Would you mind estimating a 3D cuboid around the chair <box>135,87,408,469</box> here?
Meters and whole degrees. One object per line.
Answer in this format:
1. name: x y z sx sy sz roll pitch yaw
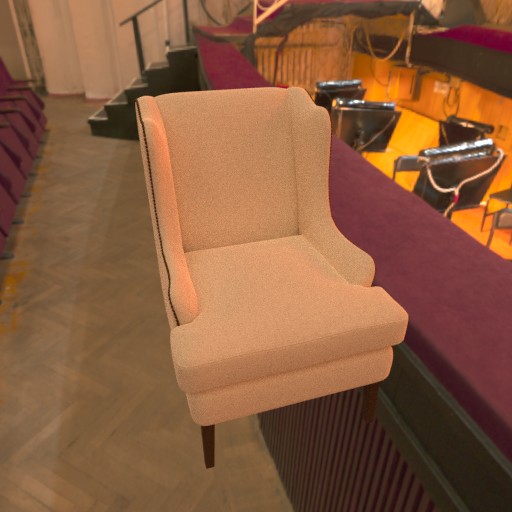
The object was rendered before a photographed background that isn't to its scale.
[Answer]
1. chair: 0.000 0.000 1.642 0.737 1.029 0.940 -9 32 -15
